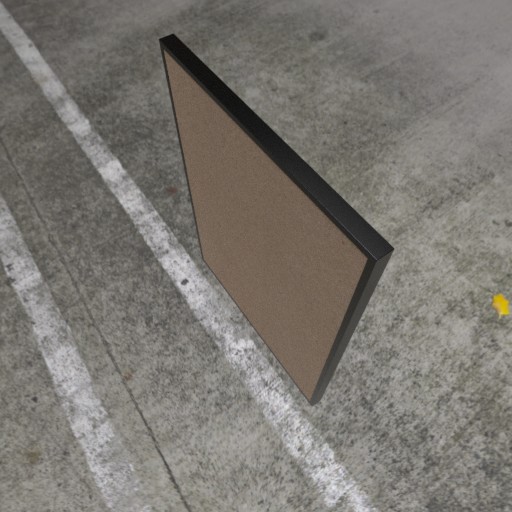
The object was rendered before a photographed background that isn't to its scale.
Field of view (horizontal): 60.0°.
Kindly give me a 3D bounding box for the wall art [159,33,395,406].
[{"bbox_3d":[0.000,0.000,1.383,0.043,1.046,0.788,-31,63,-18],"label":"wall art"}]
